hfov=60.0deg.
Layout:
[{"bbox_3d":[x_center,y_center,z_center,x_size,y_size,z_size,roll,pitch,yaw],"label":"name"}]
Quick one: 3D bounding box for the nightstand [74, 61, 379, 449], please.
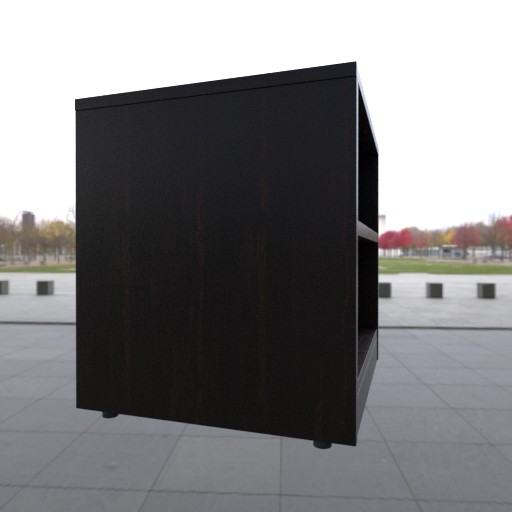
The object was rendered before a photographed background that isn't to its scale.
[{"bbox_3d":[0.000,0.000,0.849,0.427,0.487,0.489,0,0,19],"label":"nightstand"}]
